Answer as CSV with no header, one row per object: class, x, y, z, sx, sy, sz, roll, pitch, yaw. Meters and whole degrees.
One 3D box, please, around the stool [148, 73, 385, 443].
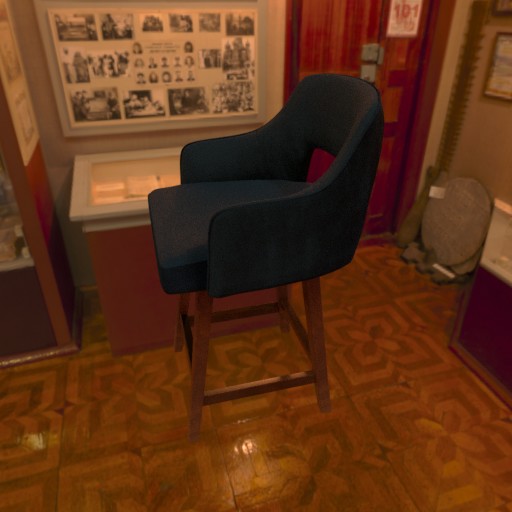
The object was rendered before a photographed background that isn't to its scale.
stool,0.000,0.000,1.275,0.560,0.940,0.550,-8,31,-13
